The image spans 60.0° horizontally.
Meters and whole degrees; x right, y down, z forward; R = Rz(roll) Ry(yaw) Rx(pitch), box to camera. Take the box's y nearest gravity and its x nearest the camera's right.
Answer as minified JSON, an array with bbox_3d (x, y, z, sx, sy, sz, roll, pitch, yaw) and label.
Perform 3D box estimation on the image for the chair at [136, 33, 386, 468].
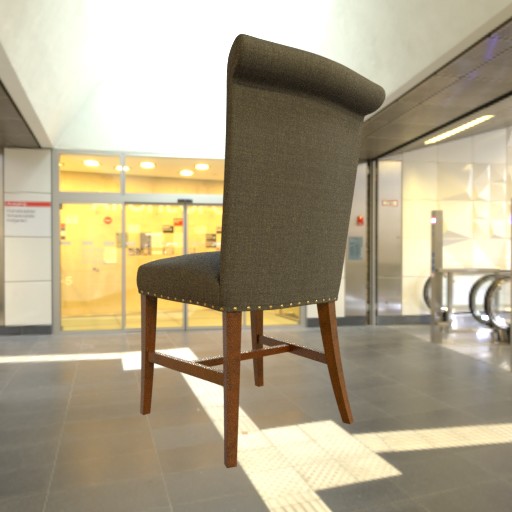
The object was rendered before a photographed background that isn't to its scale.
[{"bbox_3d":[0.000,0.000,1.322,0.513,0.988,0.608,0,1,-38],"label":"chair"}]
